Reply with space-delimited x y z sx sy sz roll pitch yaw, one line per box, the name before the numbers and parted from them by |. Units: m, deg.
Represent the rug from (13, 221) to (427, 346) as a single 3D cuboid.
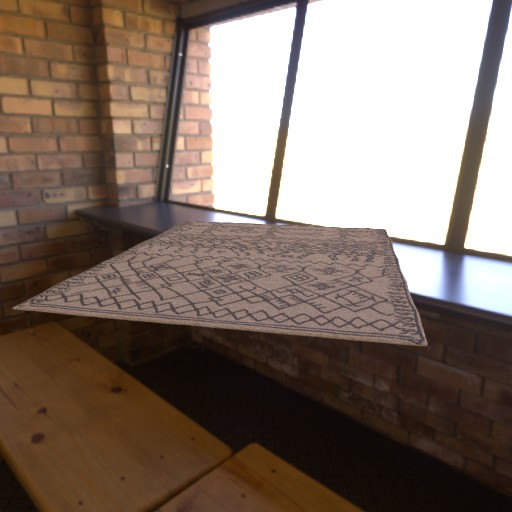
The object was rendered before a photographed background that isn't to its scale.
rug | 0.000 0.000 3.144 1.964 0.025 2.455 3 15 12
